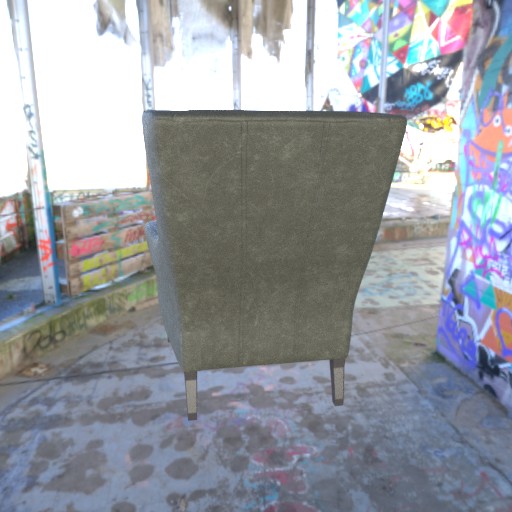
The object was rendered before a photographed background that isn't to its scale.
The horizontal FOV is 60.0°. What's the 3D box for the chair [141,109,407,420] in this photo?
[{"bbox_3d":[0.000,0.000,1.676,0.853,1.016,0.926,-2,14,-9],"label":"chair"}]
